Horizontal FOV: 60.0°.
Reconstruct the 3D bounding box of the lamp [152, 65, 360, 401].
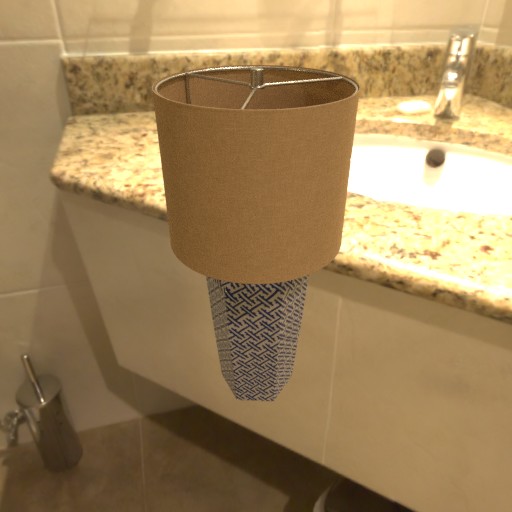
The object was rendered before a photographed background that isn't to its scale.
[{"bbox_3d":[0.000,0.000,0.865,0.320,0.682,0.320,23,39,31],"label":"lamp"}]
